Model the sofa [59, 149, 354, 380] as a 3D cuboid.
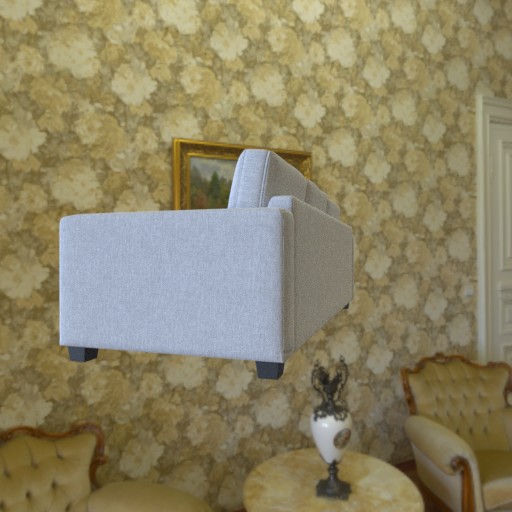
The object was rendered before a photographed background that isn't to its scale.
[{"bbox_3d":[0.000,0.000,2.539,0.900,0.800,2.120,0,0,18],"label":"sofa"}]
